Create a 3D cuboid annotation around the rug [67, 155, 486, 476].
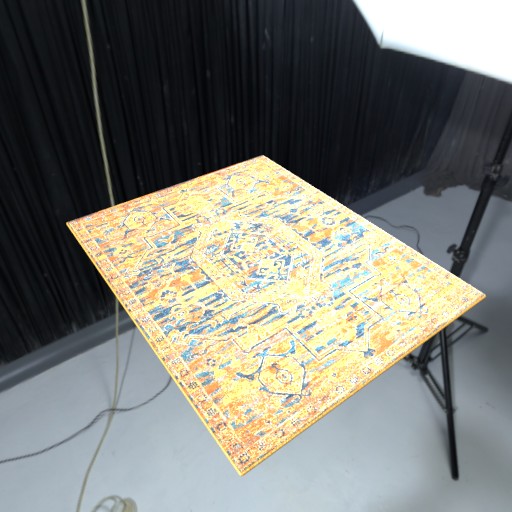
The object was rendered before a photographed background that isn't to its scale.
[{"bbox_3d":[0.000,0.000,3.996,2.435,0.031,3.040,-25,46,-27],"label":"rug"}]
